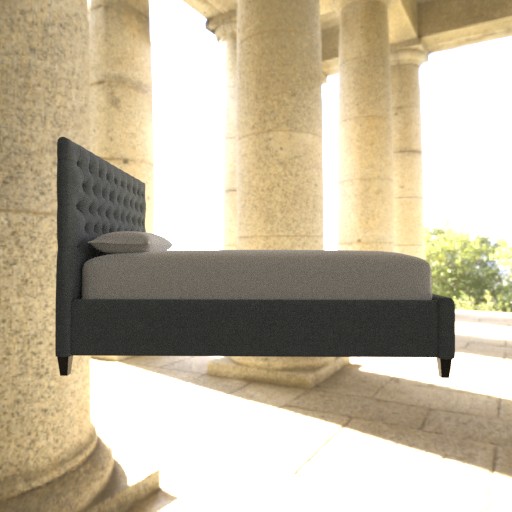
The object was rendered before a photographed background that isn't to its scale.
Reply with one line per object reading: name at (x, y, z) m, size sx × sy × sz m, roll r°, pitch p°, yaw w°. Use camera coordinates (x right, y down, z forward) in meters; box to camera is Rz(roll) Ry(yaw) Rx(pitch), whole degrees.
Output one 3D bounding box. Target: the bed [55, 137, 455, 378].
bed at (0.000, 0.000, 3.407) m, size 2.335 × 1.411 × 1.698 m, roll 0°, pitch 0°, yaw 1°
